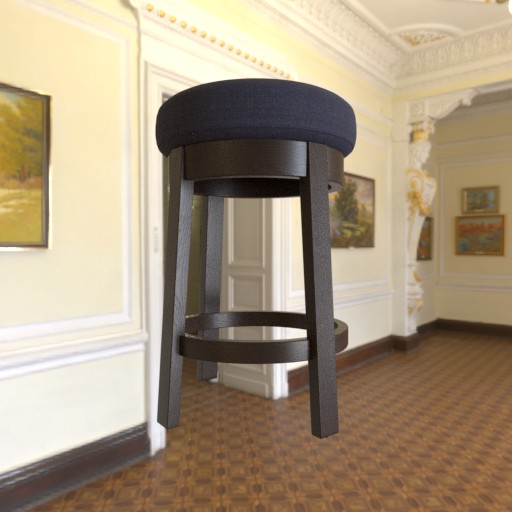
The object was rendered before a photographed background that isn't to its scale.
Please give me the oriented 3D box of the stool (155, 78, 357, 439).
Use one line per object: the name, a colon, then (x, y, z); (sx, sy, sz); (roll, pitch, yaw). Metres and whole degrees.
stool: (0.000, 0.000, 0.974); (0.449, 0.655, 0.449); (0, 1, 0)
